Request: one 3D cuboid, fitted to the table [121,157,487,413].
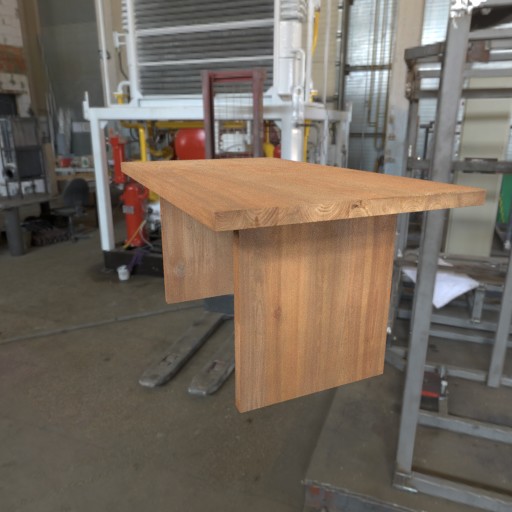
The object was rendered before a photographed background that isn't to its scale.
[{"bbox_3d":[0.000,0.000,2.090,0.946,0.780,1.609,-7,18,-23],"label":"table"}]
